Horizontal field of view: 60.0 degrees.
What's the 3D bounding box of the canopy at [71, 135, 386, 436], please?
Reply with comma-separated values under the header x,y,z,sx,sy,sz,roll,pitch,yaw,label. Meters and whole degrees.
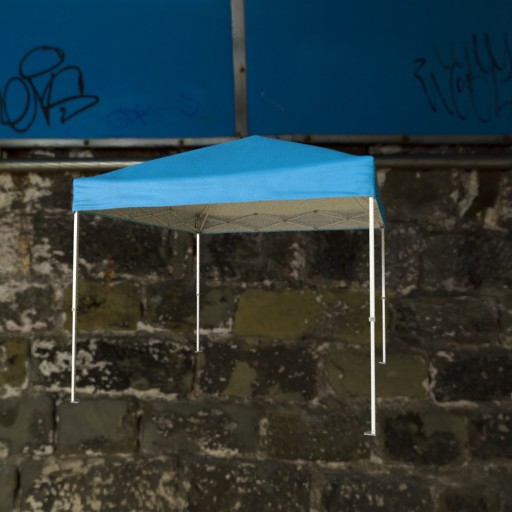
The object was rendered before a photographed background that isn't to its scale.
x,y,z,sx,sy,sz,roll,pitch,yaw,label
0.000,0.000,5.453,2.998,2.997,2.996,-1,-2,18,canopy
